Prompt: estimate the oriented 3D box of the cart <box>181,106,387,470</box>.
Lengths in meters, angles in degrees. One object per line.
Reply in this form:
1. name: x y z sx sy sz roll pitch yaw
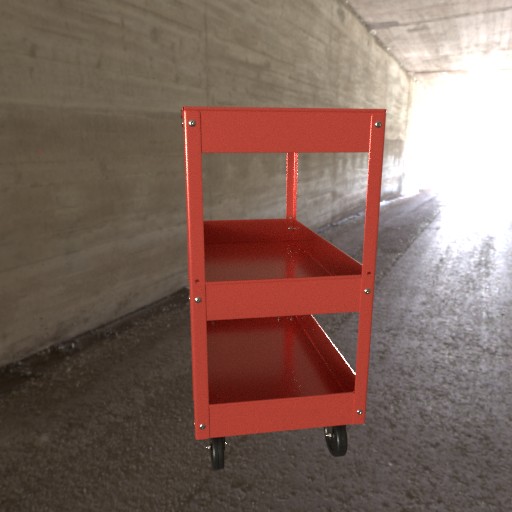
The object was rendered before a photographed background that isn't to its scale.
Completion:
1. cart: 0.000 0.000 1.166 0.366 0.780 0.719 -2 14 -9
